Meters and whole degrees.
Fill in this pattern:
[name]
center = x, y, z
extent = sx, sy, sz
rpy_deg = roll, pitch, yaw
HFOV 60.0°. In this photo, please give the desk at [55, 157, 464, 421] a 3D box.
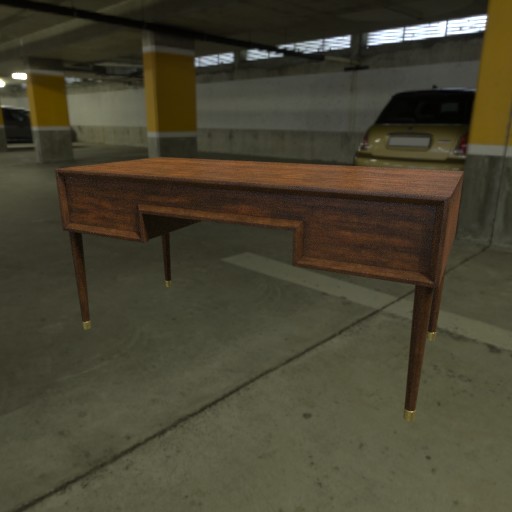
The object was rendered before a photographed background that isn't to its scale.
[desk]
center = 0.000, 0.000, 1.987
extent = 1.575, 0.762, 0.724
rpy_deg = 9, 19, 26
